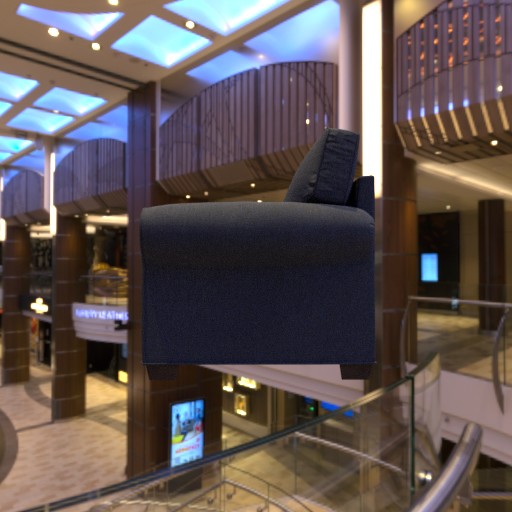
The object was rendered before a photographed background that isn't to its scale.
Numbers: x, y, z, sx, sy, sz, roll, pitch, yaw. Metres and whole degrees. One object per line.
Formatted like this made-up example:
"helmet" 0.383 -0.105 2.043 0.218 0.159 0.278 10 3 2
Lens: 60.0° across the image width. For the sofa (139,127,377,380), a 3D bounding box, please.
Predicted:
"sofa" 0.000 0.000 2.850 0.954 1.026 2.391 0 -1 0
